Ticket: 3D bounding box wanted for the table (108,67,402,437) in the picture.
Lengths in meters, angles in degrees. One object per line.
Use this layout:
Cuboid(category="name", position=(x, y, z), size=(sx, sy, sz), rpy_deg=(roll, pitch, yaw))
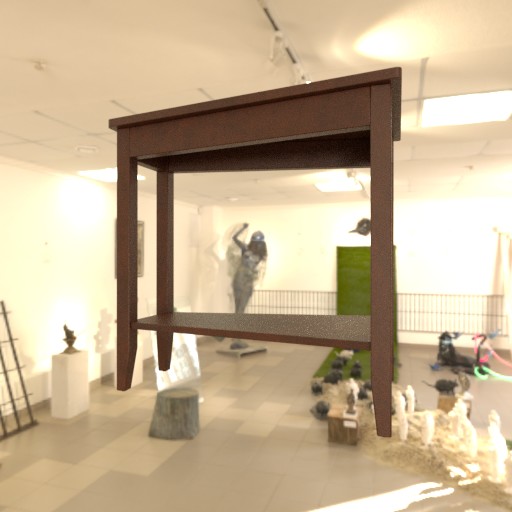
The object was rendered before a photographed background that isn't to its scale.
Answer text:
Cuboid(category="table", position=(0.000, 0.000, 0.970), size=(0.605, 0.589, 0.399), rpy_deg=(0, 0, 18))
